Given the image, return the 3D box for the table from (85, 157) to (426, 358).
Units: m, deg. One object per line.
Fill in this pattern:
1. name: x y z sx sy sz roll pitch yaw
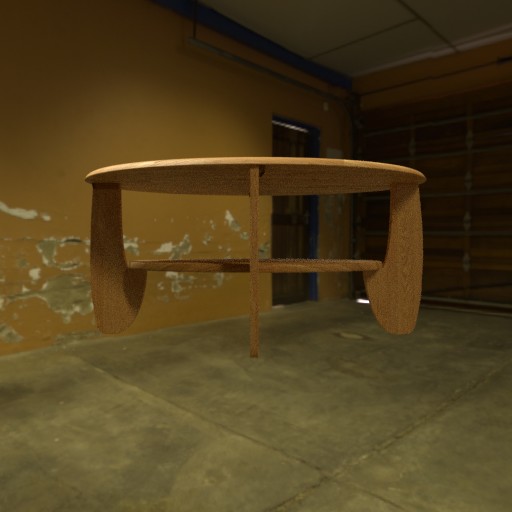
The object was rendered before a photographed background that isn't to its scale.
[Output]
1. table: 0.000 0.000 1.393 1.040 0.490 0.690 0 2 0
